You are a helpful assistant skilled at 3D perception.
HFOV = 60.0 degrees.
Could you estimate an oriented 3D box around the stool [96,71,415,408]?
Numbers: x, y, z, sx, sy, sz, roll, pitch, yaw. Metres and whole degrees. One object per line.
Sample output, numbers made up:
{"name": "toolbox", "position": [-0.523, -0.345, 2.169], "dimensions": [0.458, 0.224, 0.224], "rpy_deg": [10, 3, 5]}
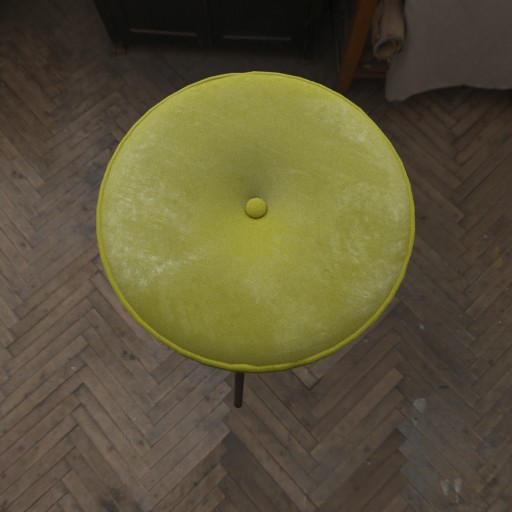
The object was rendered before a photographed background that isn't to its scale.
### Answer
{"name": "stool", "position": [0.000, 0.000, 0.796], "dimensions": [0.409, 0.508, 0.409], "rpy_deg": [-36, 78, -9]}
